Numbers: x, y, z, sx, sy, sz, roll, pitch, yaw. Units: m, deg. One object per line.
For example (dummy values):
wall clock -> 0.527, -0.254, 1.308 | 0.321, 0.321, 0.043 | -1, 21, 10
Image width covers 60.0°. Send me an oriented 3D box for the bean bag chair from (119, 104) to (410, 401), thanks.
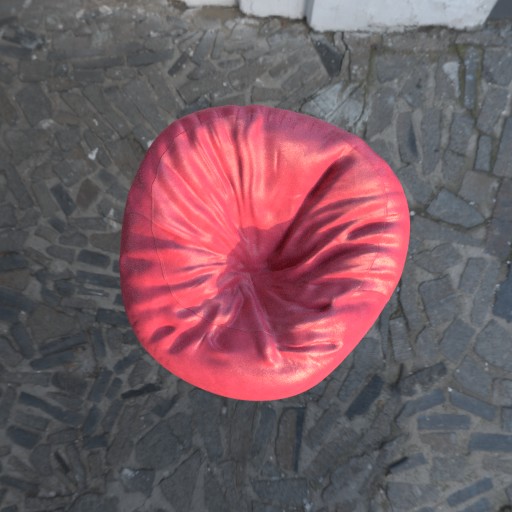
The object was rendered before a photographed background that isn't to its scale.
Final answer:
bean bag chair -> 0.000, 0.000, 2.456 | 1.524, 0.878, 1.524 | 18, 77, 4
